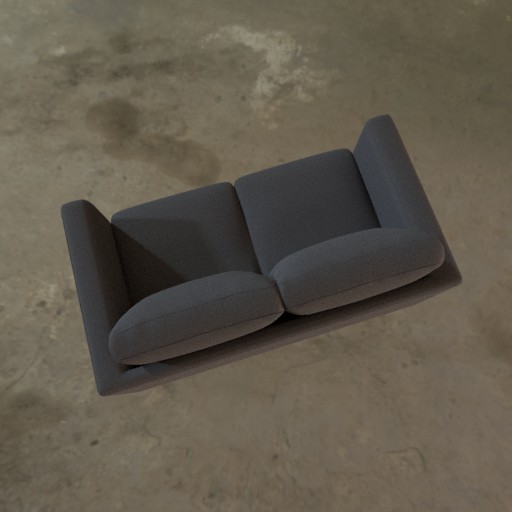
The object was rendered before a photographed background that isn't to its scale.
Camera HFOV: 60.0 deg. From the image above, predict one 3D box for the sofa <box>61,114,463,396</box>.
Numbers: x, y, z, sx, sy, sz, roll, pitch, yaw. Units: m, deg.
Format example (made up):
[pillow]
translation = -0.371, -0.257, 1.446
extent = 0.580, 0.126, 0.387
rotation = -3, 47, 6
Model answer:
[sofa]
translation = 0.000, 0.000, 1.958
extent = 1.430, 0.908, 0.796
rotation = -17, 75, -4
